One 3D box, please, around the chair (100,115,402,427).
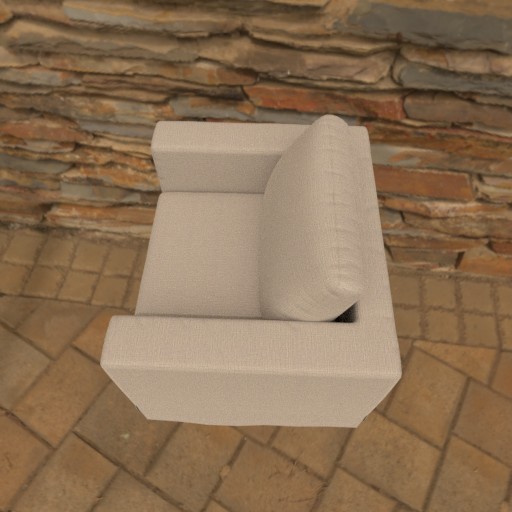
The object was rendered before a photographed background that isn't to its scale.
[{"bbox_3d":[0.000,0.000,1.815,0.957,0.878,1.150,2,57,1],"label":"chair"}]
